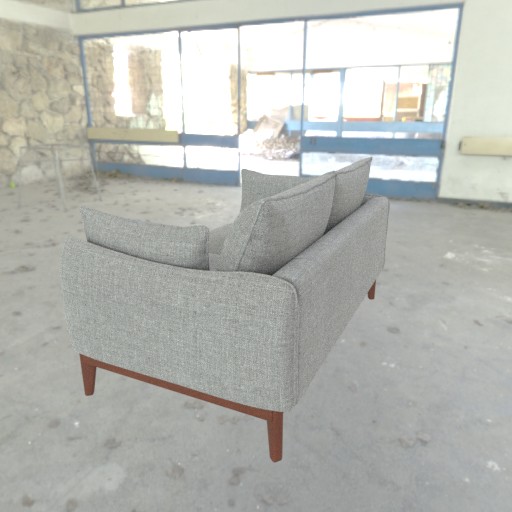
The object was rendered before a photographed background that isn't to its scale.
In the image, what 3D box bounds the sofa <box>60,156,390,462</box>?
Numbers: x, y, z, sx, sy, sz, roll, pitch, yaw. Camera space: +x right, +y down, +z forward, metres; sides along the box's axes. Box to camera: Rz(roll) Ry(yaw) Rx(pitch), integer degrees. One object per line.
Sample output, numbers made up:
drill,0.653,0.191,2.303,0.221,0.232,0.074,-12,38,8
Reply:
sofa,0.000,0.000,2.113,0.972,0.851,1.580,8,20,24
